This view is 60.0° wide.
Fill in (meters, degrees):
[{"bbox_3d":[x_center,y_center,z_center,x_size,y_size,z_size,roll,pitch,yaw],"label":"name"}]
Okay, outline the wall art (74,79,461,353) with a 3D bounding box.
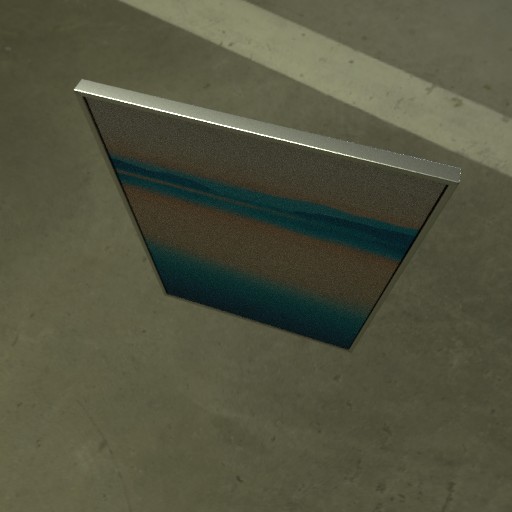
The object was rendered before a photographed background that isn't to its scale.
[{"bbox_3d":[0.000,0.000,1.348,0.801,1.062,0.037,16,62,9],"label":"wall art"}]
